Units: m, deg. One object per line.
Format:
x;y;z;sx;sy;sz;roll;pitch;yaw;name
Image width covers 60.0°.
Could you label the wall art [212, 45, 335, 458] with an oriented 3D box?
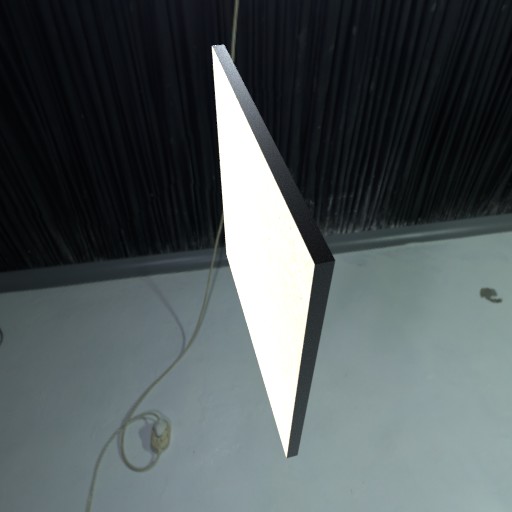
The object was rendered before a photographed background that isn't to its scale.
0.000;0.000;1.159;0.031;0.775;0.773;-11;48;-10;wall art
